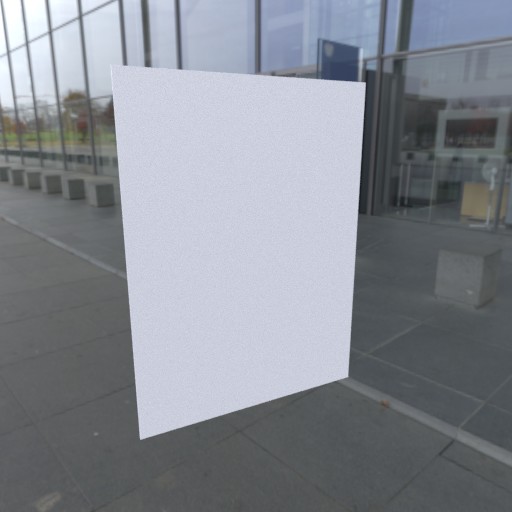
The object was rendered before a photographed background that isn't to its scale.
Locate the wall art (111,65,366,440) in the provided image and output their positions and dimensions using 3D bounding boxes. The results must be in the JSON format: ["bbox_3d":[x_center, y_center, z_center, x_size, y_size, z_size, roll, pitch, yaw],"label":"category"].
[{"bbox_3d":[0.000,0.000,0.800,0.457,0.610,0.003,-8,17,-26],"label":"wall art"}]
